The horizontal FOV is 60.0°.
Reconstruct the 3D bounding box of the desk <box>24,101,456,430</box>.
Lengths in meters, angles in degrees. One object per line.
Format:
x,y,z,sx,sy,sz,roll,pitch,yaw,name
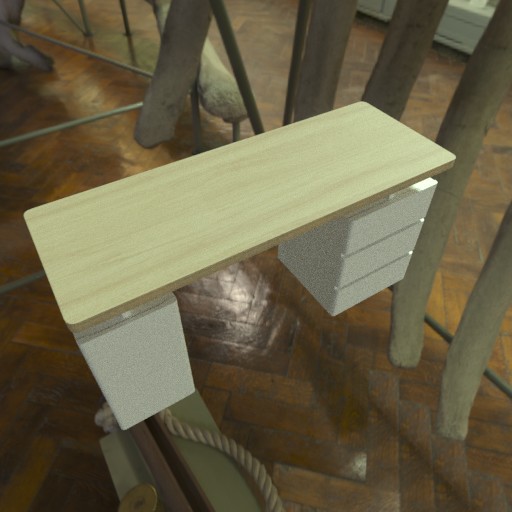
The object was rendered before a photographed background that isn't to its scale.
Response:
0.000,0.000,1.863,1.500,0.755,0.550,-24,50,-22,desk
